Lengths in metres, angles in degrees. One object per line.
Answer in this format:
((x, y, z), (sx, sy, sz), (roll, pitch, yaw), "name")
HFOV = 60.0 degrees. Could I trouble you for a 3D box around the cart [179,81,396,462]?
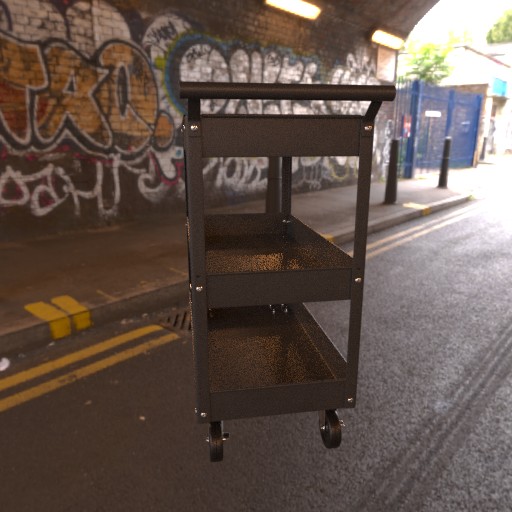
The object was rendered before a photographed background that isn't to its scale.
((0.000, 0.000, 1.167), (0.366, 0.780, 0.719), (-3, 15, -9), "cart")
